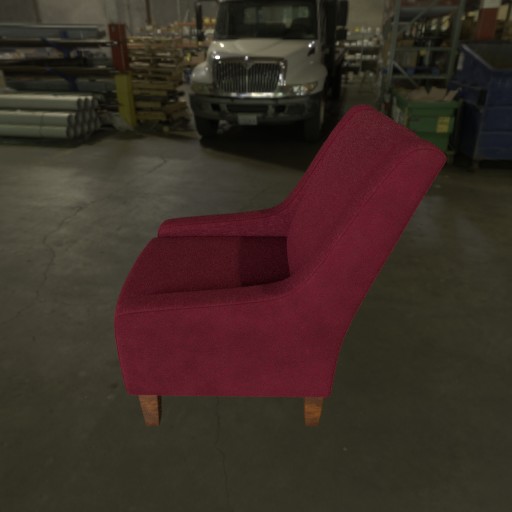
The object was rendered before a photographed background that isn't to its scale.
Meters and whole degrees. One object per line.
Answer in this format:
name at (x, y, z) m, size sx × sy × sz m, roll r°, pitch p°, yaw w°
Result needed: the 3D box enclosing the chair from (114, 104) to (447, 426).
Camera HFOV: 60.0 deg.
chair at (0.000, 0.000, 1.686) m, size 0.985 × 1.017 × 0.793 m, roll 0°, pitch 26°, yaw 0°
